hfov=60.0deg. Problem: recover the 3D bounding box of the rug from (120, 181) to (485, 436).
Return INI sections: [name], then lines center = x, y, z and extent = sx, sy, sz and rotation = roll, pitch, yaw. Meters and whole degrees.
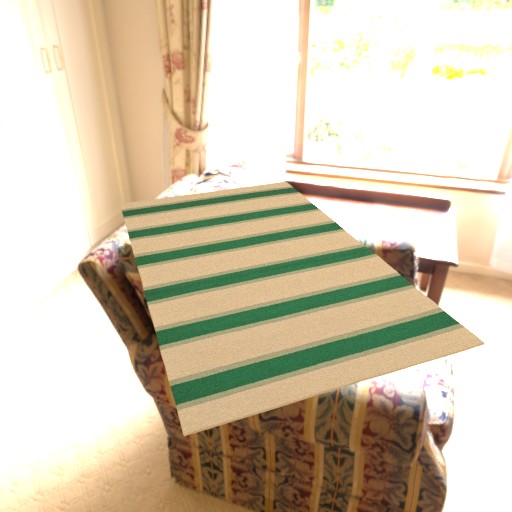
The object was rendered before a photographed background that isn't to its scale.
[rug]
center = 0.000, 0.000, 2.953
extent = 1.521, 0.015, 2.436
rotation = -11, 32, -18
